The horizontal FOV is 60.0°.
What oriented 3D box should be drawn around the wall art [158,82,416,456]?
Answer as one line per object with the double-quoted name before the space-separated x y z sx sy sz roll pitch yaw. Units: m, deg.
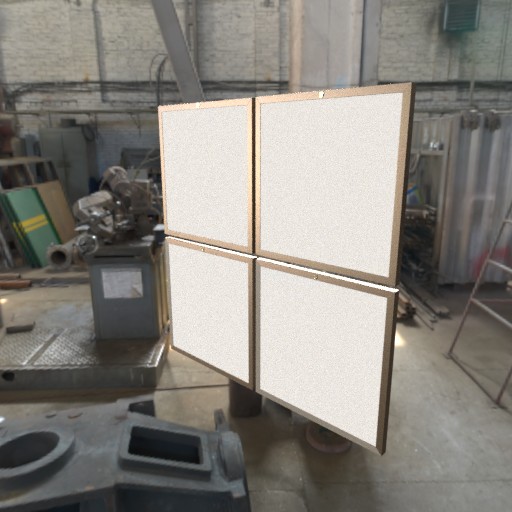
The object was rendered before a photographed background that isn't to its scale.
"wall art" 0.000 0.000 1.524 1.032 1.032 0.030 13 19 42
